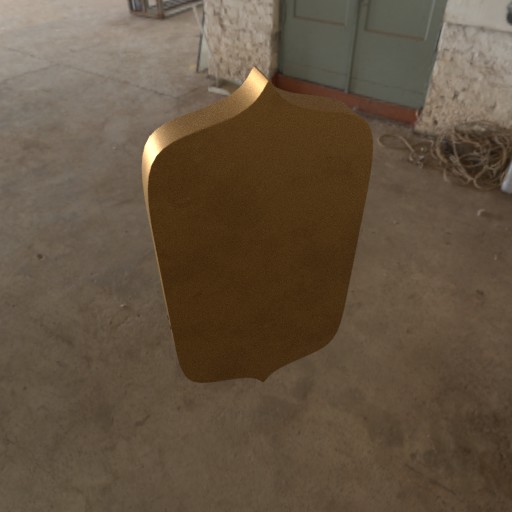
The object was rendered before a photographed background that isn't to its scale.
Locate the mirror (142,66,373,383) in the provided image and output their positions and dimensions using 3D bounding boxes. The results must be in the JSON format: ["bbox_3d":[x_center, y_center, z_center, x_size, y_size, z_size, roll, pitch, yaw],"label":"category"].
[{"bbox_3d":[0.000,0.000,0.741,0.323,0.613,0.096,-13,43,-14],"label":"mirror"}]
